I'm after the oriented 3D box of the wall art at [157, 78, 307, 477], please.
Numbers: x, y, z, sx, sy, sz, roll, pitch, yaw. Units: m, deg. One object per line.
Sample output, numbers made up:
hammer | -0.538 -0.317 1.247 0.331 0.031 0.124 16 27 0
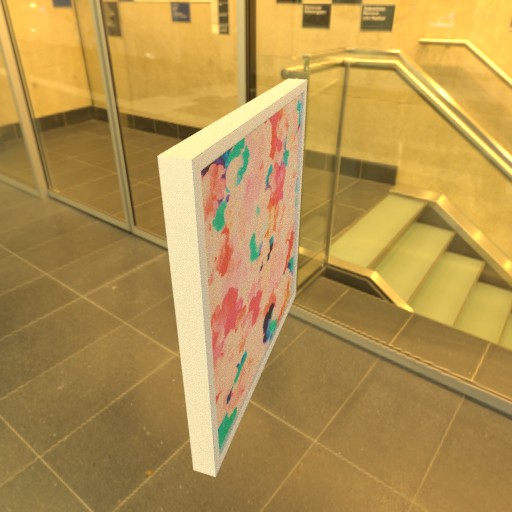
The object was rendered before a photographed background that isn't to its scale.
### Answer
wall art | 0.000 0.000 0.771 0.038 0.505 0.506 10 32 16
